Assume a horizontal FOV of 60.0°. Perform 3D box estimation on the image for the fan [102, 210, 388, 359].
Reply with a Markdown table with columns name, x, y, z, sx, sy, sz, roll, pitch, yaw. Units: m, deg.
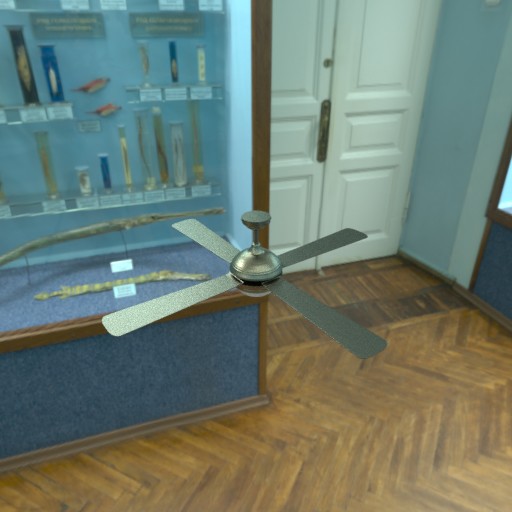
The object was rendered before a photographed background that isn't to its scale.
| name | x | y | z | sx | sy | sz | roll | pitch | yaw |
| --- | --- | --- | --- | --- | --- | --- | --- | --- | --- |
| fan | 0.000 | 0.000 | 1.957 | 1.321 | 0.381 | 1.321 | -8 | 29 | -14 |
